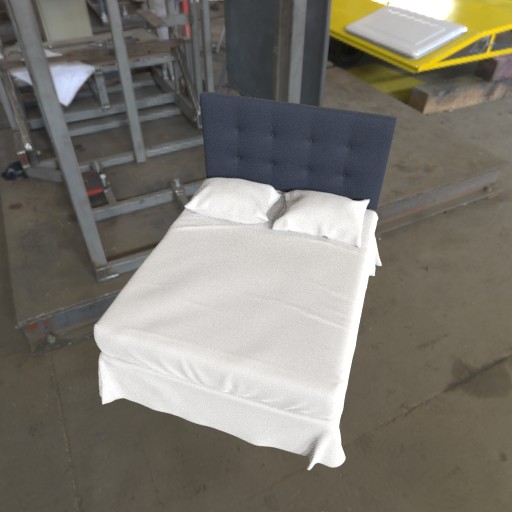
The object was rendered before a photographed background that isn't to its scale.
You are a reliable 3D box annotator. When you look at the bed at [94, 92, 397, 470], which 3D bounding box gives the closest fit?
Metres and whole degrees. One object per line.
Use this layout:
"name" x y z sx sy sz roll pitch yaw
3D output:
"bed" 0.000 0.000 3.377 1.936 1.577 2.222 12 43 13
